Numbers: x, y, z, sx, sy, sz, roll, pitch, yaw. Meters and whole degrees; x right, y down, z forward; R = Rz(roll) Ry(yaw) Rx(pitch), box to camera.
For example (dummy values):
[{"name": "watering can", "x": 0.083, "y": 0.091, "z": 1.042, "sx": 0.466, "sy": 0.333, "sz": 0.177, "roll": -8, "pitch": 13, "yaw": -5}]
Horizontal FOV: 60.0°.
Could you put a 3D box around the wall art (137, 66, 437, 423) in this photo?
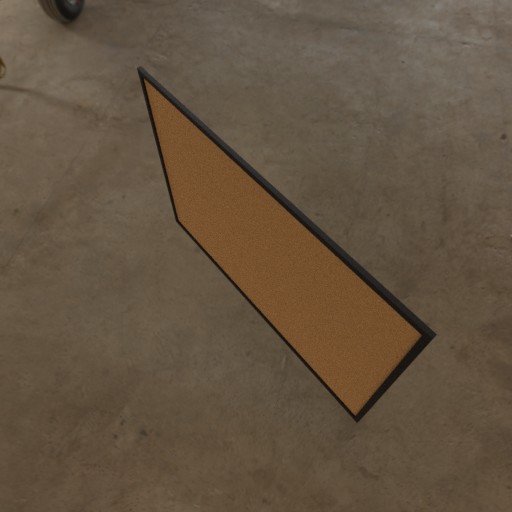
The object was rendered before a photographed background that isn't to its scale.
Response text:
[{"name": "wall art", "x": 0.000, "y": 0.000, "z": 1.236, "sx": 0.013, "sy": 0.665, "sz": 0.963, "roll": -35, "pitch": 64, "yaw": -20}]
